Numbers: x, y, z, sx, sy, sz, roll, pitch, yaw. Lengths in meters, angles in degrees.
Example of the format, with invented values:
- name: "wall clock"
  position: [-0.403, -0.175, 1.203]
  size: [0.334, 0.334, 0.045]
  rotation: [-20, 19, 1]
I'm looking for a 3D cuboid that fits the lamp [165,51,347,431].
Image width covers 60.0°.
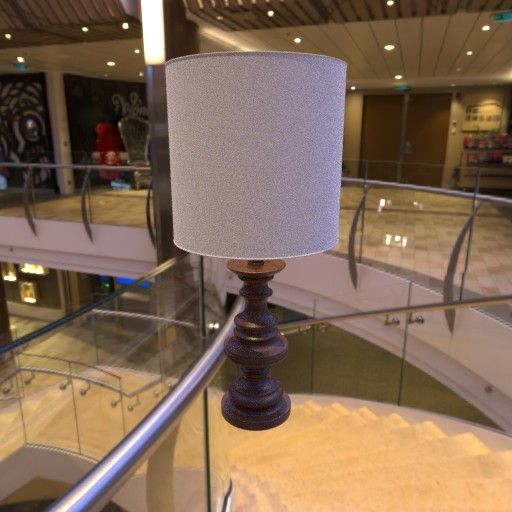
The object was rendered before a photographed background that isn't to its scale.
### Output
- name: "lamp"
  position: [0.000, 0.000, 0.576]
  size: [0.208, 0.455, 0.208]
  rotation: [-8, 17, -26]
